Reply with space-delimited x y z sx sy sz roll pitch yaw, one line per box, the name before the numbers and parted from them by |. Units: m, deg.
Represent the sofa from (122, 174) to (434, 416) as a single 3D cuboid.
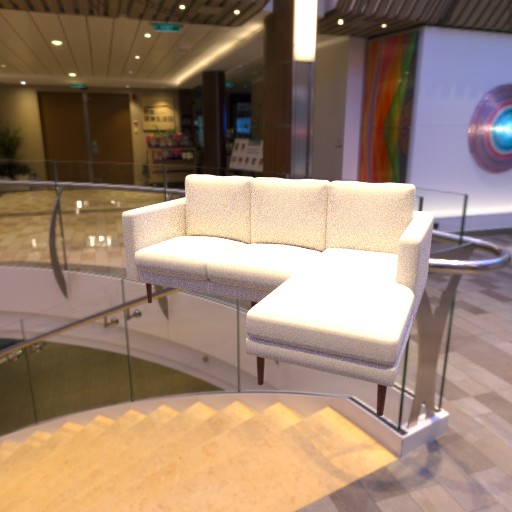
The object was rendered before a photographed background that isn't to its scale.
sofa | 0.000 0.000 2.903 2.029 0.899 1.580 7 17 24
